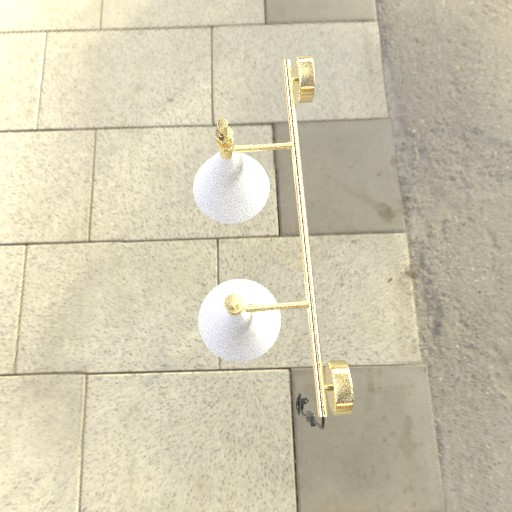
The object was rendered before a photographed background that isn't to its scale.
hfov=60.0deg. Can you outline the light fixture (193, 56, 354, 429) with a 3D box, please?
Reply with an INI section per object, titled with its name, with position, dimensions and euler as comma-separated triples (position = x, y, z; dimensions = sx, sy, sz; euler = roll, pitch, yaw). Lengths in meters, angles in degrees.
[light fixture]
position = 0.000, 0.000, 0.867
dimensions = 0.239, 0.468, 0.642
euler = -4, 76, -1
